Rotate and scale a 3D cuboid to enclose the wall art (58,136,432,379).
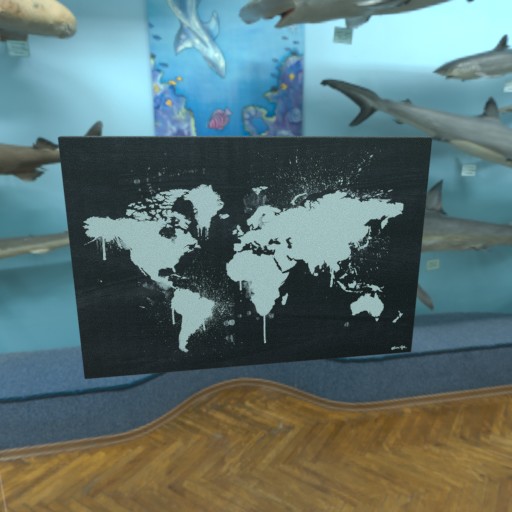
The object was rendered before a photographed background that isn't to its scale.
[{"bbox_3d":[0.000,0.000,0.783,0.610,0.409,0.038,-2,15,-9],"label":"wall art"}]
